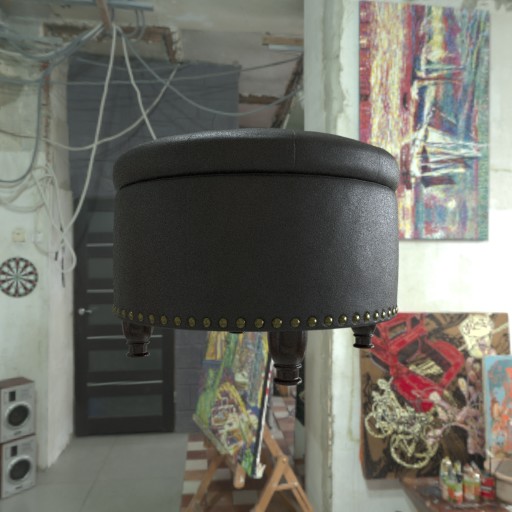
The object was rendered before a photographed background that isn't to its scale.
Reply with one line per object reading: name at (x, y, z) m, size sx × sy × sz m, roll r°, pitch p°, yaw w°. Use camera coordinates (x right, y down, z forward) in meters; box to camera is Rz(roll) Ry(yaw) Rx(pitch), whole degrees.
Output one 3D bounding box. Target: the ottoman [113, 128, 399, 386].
ottoman at (0.000, 0.000, 1.033) m, size 0.637 × 0.442 × 0.637 m, roll 0°, pitch 0°, yaw 0°
